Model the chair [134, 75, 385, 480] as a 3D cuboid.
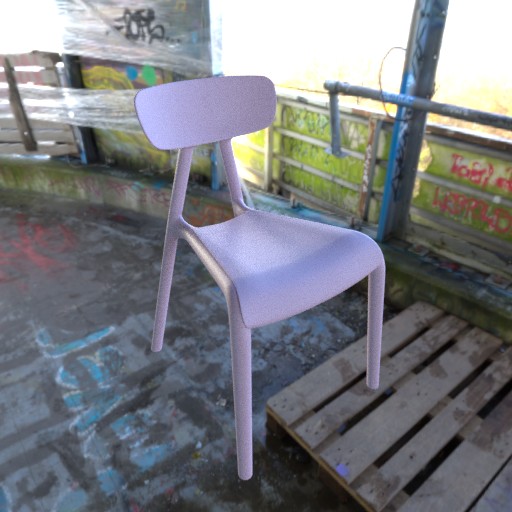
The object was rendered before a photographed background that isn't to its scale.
[{"bbox_3d":[0.000,0.000,0.832,0.356,0.580,0.401,-21,37,-31],"label":"chair"}]
